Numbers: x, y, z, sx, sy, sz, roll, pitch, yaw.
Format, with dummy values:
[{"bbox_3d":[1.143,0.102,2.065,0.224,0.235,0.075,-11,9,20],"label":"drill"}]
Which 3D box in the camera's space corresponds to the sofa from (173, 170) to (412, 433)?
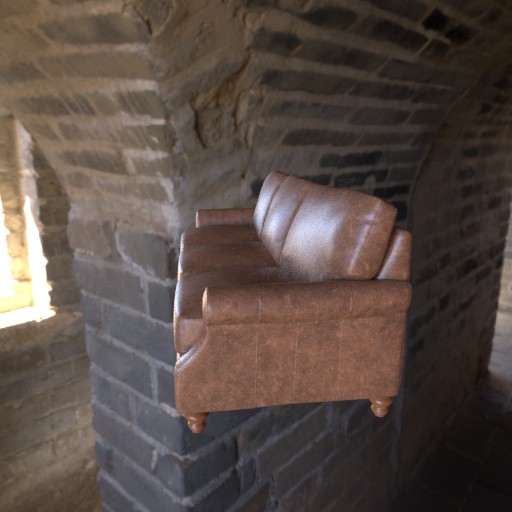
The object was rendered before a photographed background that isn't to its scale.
[{"bbox_3d":[0.000,0.000,2.786,0.973,0.977,2.351,-2,14,-8],"label":"sofa"}]
